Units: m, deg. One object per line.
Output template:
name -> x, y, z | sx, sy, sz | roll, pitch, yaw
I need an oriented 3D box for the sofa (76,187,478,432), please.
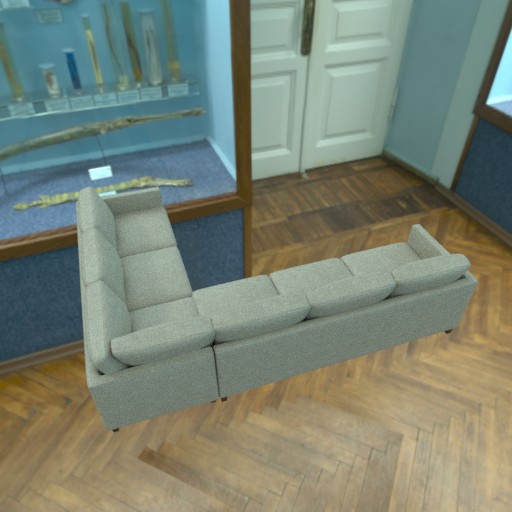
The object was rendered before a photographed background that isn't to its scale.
sofa -> 0.000, 0.000, 4.504 | 3.333, 0.934, 2.522 | -13, 42, -14
